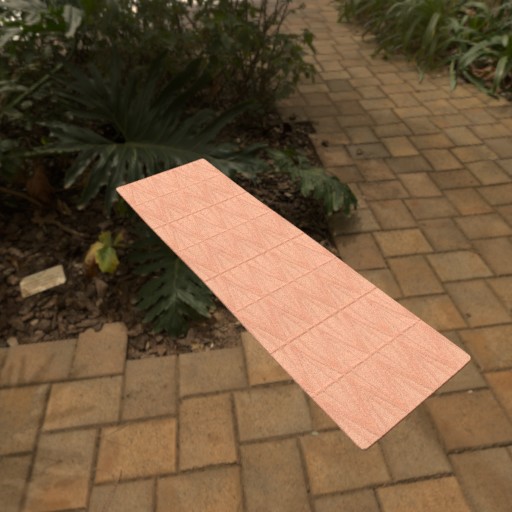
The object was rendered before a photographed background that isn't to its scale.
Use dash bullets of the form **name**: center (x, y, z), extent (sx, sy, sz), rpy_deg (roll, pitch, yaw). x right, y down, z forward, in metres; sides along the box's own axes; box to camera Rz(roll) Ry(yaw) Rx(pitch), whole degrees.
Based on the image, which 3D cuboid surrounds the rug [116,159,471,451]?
- **rug**: center (0.000, 0.000, 2.670), extent (0.760, 0.015, 2.435), rpy_deg (-26, 47, -27)
